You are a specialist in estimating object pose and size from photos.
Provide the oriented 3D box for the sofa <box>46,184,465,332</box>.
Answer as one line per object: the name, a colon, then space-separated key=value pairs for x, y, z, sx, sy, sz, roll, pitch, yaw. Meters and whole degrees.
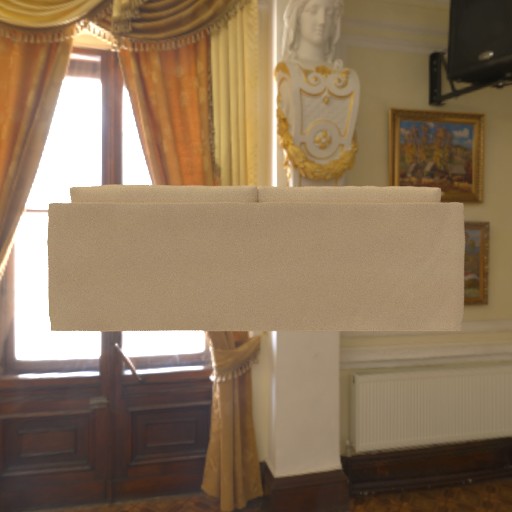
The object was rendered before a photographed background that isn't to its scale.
sofa: x=0.000 y=0.000 z=3.406 sx=2.779 sy=0.999 sz=1.036 roll=0 pitch=0 yaw=0
